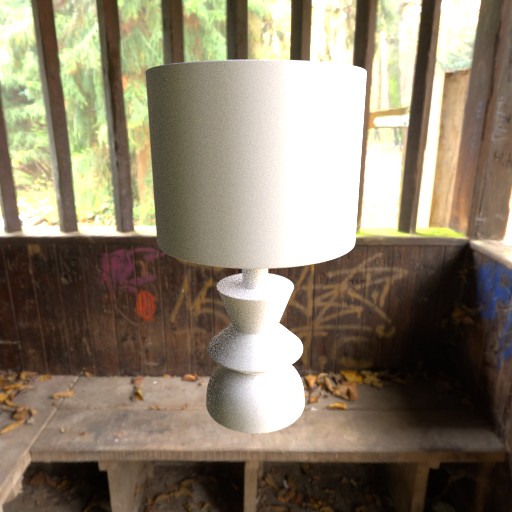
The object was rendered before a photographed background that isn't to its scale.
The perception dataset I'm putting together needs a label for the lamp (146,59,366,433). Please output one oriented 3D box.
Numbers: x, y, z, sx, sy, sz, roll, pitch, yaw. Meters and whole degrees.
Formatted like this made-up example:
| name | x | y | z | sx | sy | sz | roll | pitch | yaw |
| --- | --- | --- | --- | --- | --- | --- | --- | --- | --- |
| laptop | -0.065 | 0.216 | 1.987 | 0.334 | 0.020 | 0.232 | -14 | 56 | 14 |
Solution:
| name | x | y | z | sx | sy | sz | roll | pitch | yaw |
| --- | --- | --- | --- | --- | --- | --- | --- | --- | --- |
| lamp | 0.000 | 0.000 | 0.697 | 0.301 | 0.533 | 0.301 | -9 | 19 | -27 |
